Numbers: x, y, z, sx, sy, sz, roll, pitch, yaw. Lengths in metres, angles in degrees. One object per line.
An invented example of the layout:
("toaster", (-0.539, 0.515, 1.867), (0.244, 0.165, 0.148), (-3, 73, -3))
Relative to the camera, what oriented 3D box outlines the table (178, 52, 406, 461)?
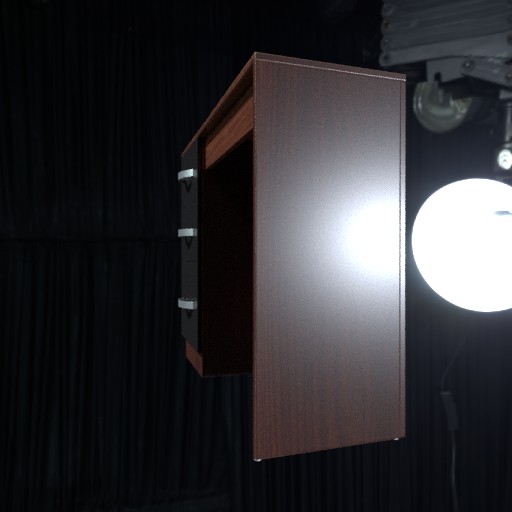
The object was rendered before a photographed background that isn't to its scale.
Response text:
("table", (0.000, 0.000, 1.344), (0.380, 0.790, 0.930), (0, 0, -18))
